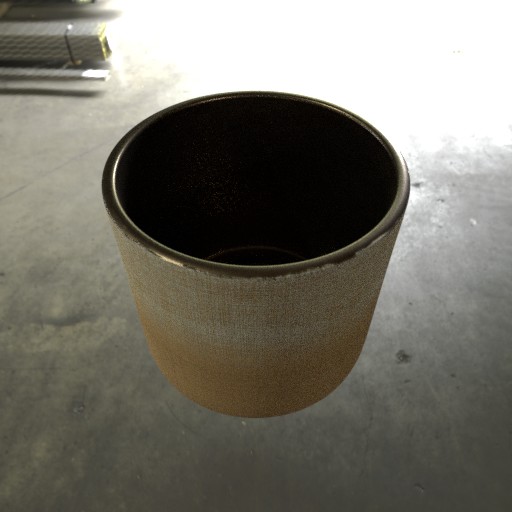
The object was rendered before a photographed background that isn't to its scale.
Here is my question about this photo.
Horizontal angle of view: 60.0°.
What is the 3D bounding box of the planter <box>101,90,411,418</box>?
[{"bbox_3d":[0.000,0.000,0.390,0.221,0.201,0.221,0,47,0],"label":"planter"}]
